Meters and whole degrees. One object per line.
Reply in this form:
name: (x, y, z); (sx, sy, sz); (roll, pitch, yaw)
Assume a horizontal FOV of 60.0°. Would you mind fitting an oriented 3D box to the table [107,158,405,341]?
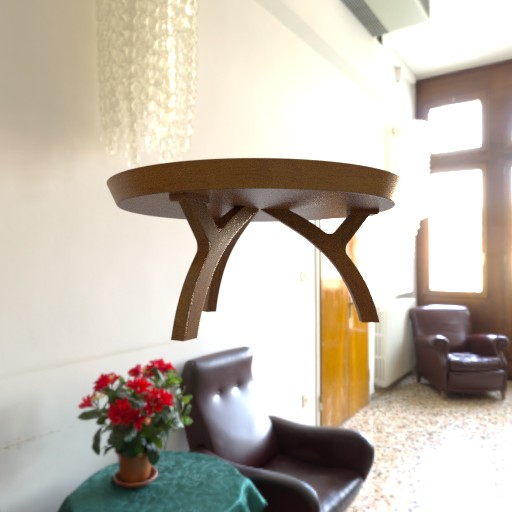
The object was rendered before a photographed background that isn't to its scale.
table: (0.000, 0.000, 1.583); (1.016, 0.470, 1.016); (0, -1, 0)
